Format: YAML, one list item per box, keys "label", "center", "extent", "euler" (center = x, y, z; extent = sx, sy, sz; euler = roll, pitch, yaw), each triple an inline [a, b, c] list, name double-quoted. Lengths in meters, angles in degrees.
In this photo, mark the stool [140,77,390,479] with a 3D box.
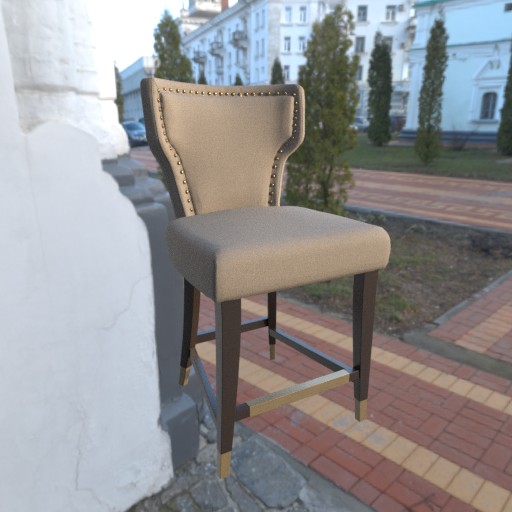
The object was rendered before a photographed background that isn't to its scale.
- label: "stool"
  center: [0.000, 0.000, 1.304]
  extent: [0.527, 0.982, 0.563]
  euler: [-9, 19, -27]
